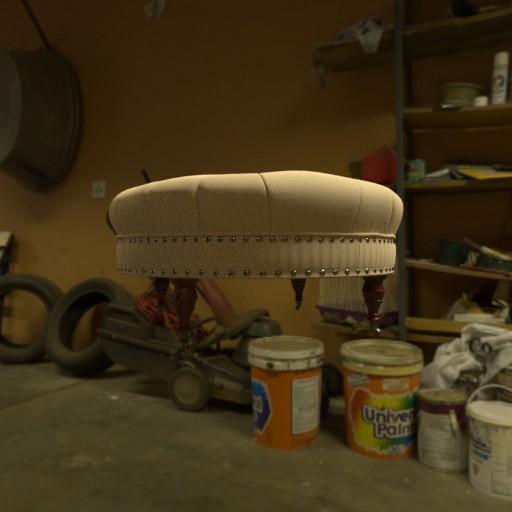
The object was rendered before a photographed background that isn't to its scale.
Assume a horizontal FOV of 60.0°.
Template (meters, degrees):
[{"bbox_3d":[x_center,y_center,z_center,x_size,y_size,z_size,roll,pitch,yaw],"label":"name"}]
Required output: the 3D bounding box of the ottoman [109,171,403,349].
[{"bbox_3d":[0.000,0.000,1.418,0.901,0.439,0.901,0,1,0],"label":"ottoman"}]
